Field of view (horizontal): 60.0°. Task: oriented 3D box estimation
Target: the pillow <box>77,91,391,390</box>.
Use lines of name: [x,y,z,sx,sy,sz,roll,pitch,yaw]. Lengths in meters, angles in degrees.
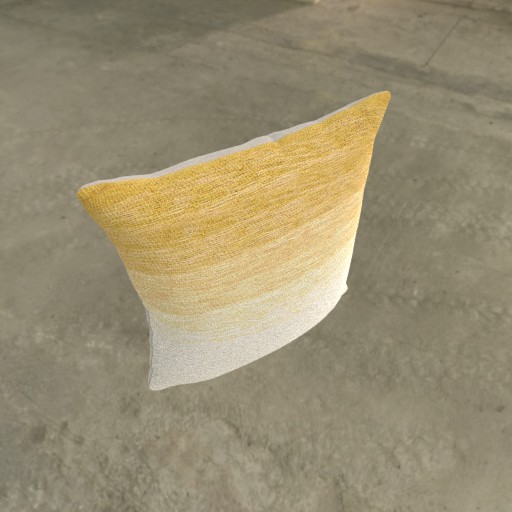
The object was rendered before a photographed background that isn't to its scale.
pillow: [0.000,0.000,0.713,0.450,0.450,0.211,-24,51,-21]
